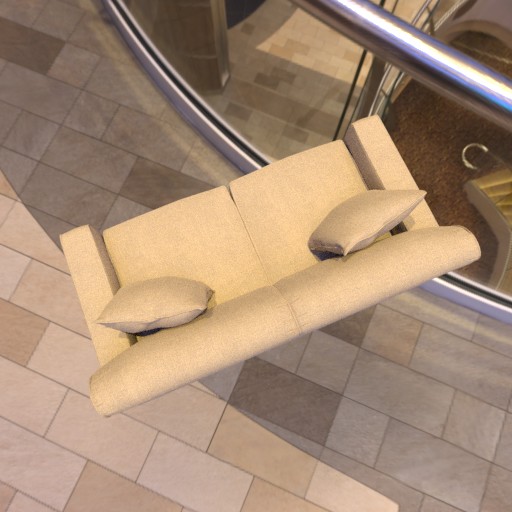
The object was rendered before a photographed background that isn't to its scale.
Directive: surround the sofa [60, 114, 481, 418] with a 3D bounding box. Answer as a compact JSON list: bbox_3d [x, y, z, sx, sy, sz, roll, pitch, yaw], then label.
[{"bbox_3d":[0.000,0.000,2.420,1.846,0.958,0.998,-22,77,-5],"label":"sofa"}]
